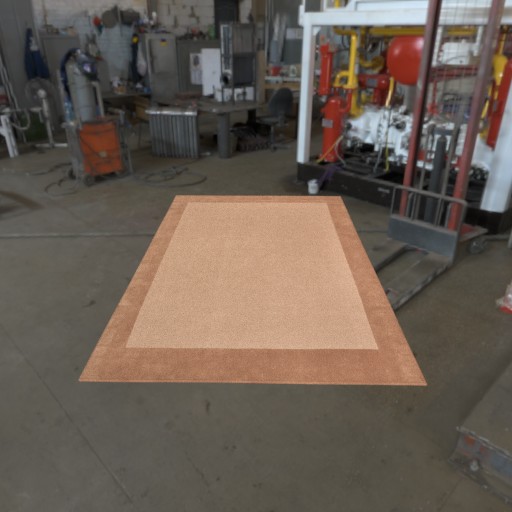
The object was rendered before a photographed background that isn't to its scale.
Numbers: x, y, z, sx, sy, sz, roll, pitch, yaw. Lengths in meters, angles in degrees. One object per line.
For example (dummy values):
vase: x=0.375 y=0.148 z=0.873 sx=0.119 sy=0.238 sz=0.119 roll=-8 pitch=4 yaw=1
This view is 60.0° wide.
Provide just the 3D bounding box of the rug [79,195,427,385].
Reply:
rug: x=0.000 y=0.000 z=3.018 sx=1.524 sy=0.014 sz=2.438 roll=0 pitch=27 yaw=1
